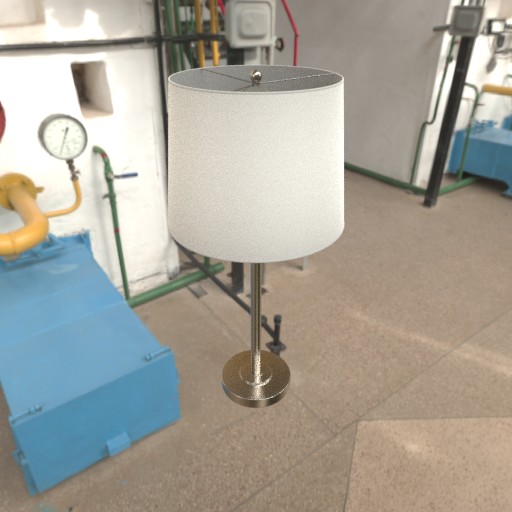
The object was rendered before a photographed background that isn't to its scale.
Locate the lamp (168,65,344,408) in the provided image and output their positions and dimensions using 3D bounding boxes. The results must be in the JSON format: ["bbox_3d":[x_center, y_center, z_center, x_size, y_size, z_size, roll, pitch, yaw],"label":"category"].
[{"bbox_3d":[0.000,0.000,0.890,0.333,0.696,0.333,0,30,0],"label":"lamp"}]
